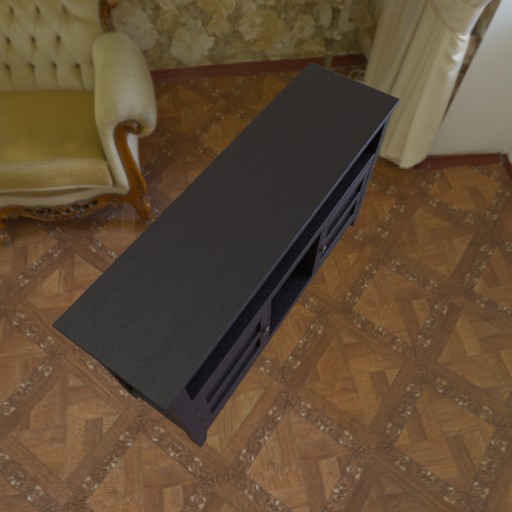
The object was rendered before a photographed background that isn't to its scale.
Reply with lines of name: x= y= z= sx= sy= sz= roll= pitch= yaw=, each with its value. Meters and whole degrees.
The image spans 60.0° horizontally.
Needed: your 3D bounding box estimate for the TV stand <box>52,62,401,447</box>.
TV stand: x=0.000 y=0.000 z=1.535 sx=0.347 sy=0.681 sz=1.198 roll=30 pitch=63 yaw=17
